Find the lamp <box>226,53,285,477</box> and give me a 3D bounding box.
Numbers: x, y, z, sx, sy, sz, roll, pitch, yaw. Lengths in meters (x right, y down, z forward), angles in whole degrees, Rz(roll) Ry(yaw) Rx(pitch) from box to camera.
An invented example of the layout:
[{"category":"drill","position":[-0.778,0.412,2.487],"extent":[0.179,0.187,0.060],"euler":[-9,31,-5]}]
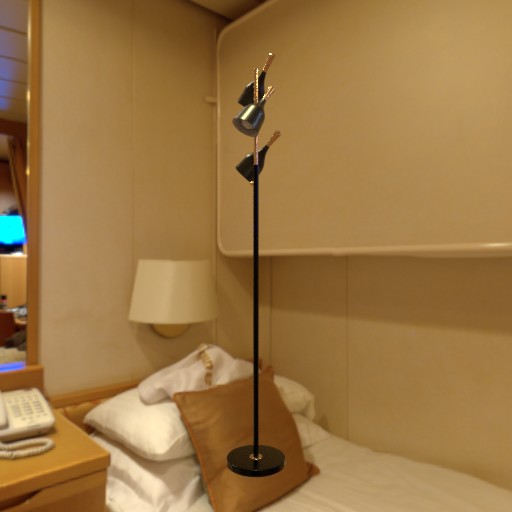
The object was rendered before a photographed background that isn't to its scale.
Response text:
[{"category":"lamp","position":[0.000,0.000,1.917],"extent":[0.253,1.778,0.434],"euler":[0,-1,1]}]
